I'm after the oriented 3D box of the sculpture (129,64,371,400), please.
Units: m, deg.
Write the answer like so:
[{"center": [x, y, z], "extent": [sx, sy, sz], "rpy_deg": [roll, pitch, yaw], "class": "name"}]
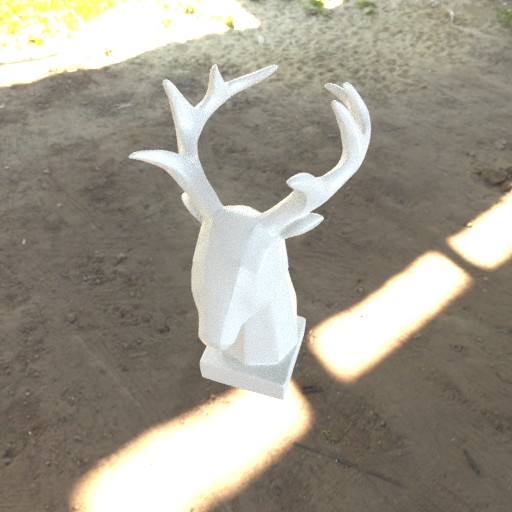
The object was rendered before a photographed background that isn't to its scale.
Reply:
[{"center": [0.000, 0.000, 0.445], "extent": [0.174, 0.329, 0.224], "rpy_deg": [12, 43, 13], "class": "sculpture"}]
